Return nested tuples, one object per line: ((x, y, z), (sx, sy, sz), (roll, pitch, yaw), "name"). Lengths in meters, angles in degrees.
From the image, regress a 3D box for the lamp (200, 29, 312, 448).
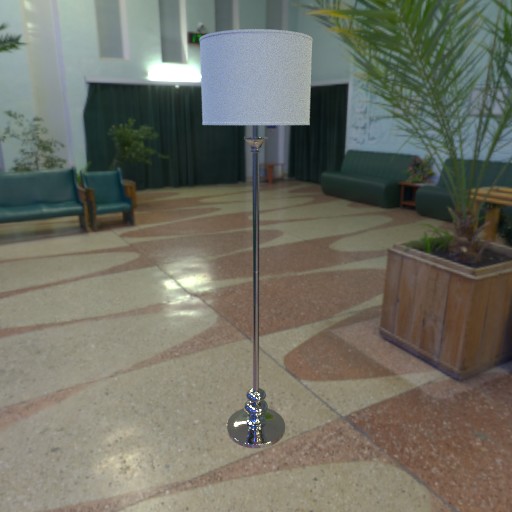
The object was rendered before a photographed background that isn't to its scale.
((0.000, 0.000, 1.618), (0.356, 1.487, 0.356), (-9, 19, -26), "lamp")
